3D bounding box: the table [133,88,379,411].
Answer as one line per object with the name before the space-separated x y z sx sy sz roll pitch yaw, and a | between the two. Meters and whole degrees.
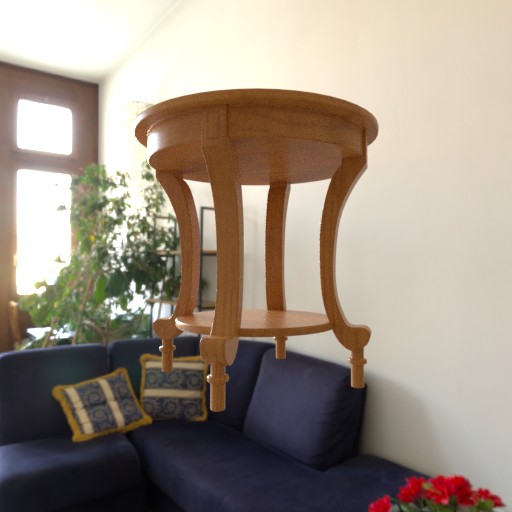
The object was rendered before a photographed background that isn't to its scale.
table | 0.000 0.000 1.114 0.597 0.612 0.597 0 -1 0
